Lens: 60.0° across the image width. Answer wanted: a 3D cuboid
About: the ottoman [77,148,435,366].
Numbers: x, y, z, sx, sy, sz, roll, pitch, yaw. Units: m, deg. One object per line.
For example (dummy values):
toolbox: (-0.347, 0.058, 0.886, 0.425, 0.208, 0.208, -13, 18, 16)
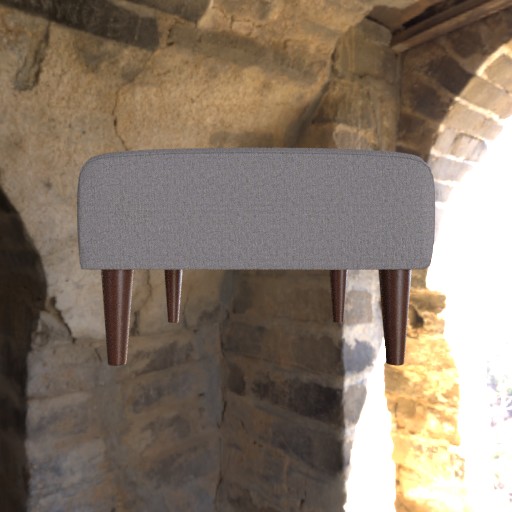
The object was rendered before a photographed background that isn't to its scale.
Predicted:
ottoman: (0.000, 0.000, 1.084, 0.648, 0.399, 0.655, 0, -1, 0)
